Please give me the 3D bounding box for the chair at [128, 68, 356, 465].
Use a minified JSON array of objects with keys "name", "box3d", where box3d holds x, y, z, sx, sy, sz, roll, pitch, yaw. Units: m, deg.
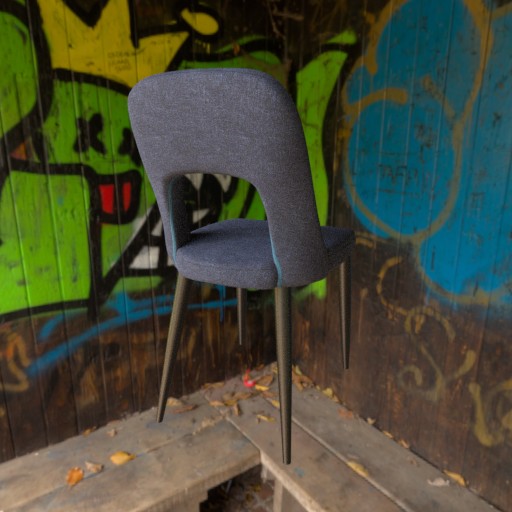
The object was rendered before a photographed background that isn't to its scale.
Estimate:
[{"name":"chair","box3d":[0.000,0.000,1.268,0.470,0.931,0.612,8,17,25]}]
